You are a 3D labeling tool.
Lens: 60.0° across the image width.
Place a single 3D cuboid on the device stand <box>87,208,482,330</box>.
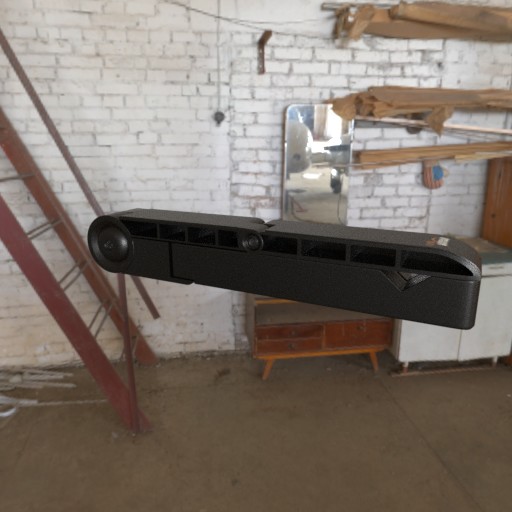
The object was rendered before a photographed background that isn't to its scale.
[{"bbox_3d":[0.000,0.000,0.197,0.179,0.030,0.026,7,17,25],"label":"device stand"}]
